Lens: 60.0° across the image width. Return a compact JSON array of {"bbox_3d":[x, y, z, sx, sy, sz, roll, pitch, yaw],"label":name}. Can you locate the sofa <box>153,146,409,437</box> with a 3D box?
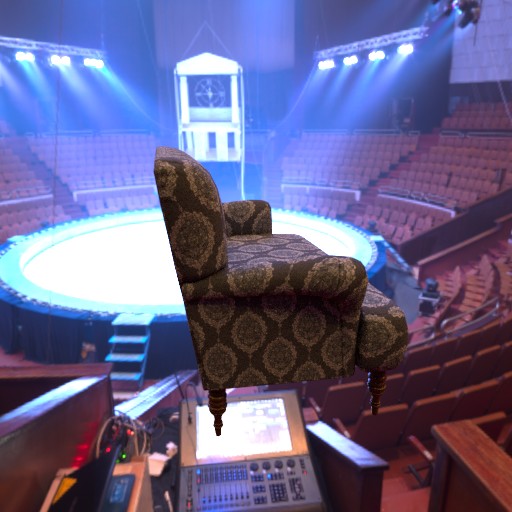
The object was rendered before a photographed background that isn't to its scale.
[{"bbox_3d":[0.000,0.000,1.853,0.779,0.867,1.297,-3,16,-12],"label":"sofa"}]
